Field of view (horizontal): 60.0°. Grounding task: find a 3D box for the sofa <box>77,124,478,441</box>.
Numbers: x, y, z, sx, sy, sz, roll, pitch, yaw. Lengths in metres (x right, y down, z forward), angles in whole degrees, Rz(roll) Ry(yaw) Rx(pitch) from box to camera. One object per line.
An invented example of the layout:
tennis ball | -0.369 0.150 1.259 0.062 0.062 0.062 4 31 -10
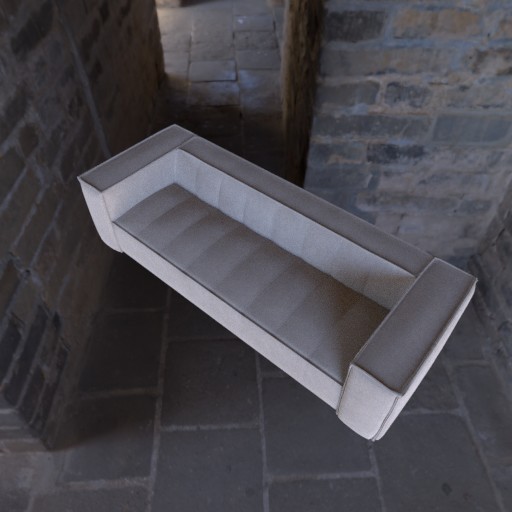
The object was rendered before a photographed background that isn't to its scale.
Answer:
sofa | 0.000 0.000 3.190 2.697 0.680 1.038 32 55 26
